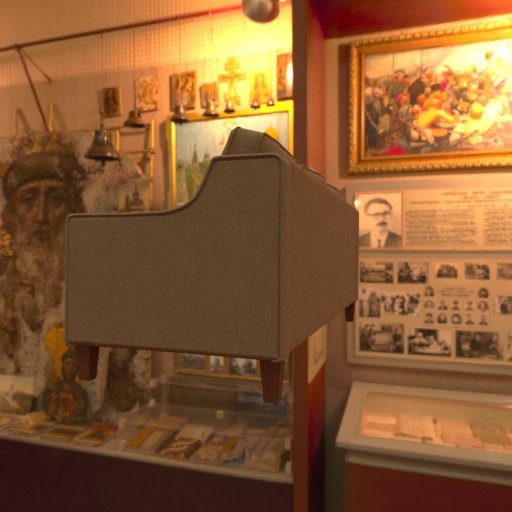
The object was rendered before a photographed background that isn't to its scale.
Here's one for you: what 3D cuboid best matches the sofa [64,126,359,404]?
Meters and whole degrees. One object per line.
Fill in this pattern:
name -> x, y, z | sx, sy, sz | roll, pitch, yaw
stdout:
sofa -> 0.000, 0.000, 2.515 | 0.911, 0.974, 1.986 | 0, 1, 20
